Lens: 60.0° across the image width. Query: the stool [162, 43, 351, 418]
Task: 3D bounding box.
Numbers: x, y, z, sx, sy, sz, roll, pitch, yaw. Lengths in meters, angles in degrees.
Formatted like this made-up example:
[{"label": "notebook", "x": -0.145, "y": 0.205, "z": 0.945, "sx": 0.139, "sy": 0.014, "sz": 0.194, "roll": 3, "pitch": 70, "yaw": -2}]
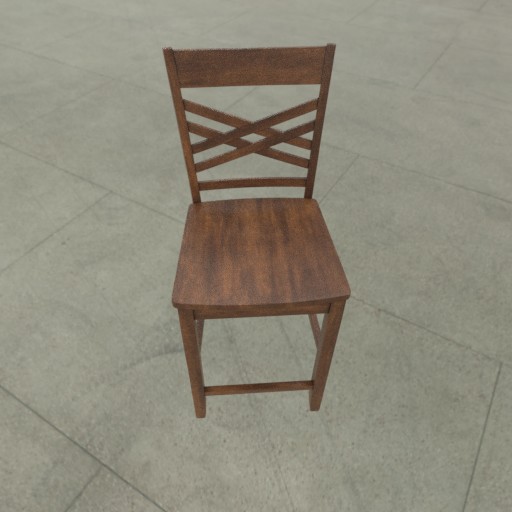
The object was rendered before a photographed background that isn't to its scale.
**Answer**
[{"label": "stool", "x": 0.000, "y": 0.000, "z": 1.375, "sx": 0.462, "sy": 1.079, "sz": 0.539, "roll": -3, "pitch": 45, "yaw": -3}]
